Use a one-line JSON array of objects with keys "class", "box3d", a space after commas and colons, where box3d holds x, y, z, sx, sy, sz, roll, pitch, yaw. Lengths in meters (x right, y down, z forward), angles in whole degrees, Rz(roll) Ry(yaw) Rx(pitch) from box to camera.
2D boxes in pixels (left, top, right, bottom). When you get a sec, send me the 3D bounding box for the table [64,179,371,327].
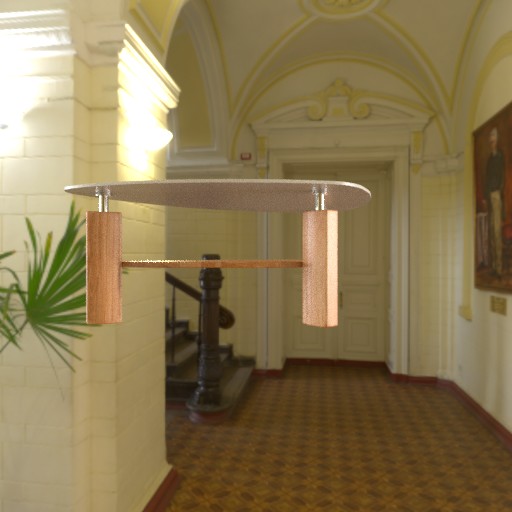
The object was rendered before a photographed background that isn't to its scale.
[{"class": "table", "box3d": [0.000, 0.000, 1.641, 1.250, 0.440, 0.850, 0, 0, -37]}]
